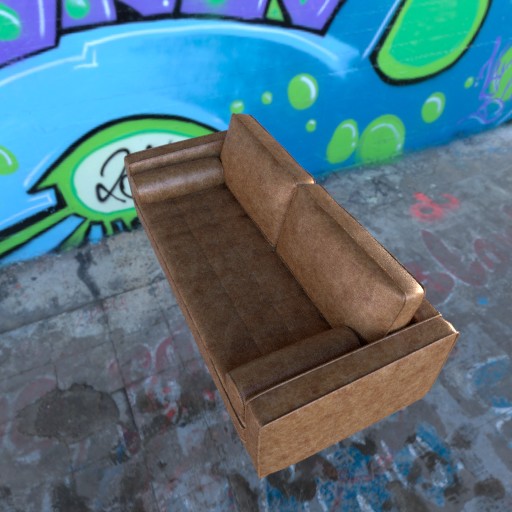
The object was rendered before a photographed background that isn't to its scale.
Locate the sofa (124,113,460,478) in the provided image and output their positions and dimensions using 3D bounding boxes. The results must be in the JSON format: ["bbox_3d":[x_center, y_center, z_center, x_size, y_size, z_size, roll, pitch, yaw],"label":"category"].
[{"bbox_3d":[0.000,0.000,2.368,0.924,0.825,1.920,-19,47,-18],"label":"sofa"}]
